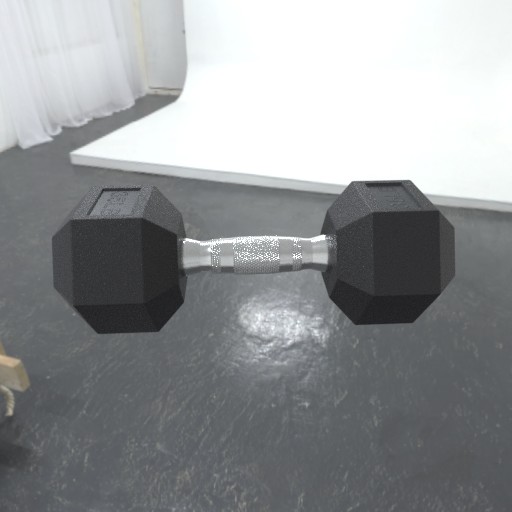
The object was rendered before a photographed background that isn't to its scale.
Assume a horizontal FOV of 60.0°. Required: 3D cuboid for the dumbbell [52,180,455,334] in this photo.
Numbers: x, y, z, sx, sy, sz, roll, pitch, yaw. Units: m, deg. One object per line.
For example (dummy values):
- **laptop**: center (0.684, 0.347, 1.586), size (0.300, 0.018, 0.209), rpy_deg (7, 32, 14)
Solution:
- **dumbbell**: center (0.000, 0.000, 0.429), size (0.356, 0.123, 0.141), rpy_deg (-2, 31, -3)
